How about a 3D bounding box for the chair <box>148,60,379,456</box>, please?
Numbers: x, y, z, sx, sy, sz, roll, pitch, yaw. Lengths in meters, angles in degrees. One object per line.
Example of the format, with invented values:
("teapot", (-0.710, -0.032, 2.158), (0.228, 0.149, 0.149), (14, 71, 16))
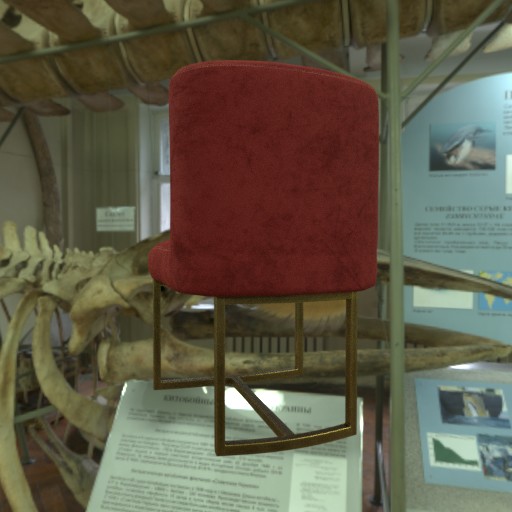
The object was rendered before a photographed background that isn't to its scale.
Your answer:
("chair", (0.000, 0.000, 1.189), (0.530, 0.824, 0.560), (-1, 2, -19))
